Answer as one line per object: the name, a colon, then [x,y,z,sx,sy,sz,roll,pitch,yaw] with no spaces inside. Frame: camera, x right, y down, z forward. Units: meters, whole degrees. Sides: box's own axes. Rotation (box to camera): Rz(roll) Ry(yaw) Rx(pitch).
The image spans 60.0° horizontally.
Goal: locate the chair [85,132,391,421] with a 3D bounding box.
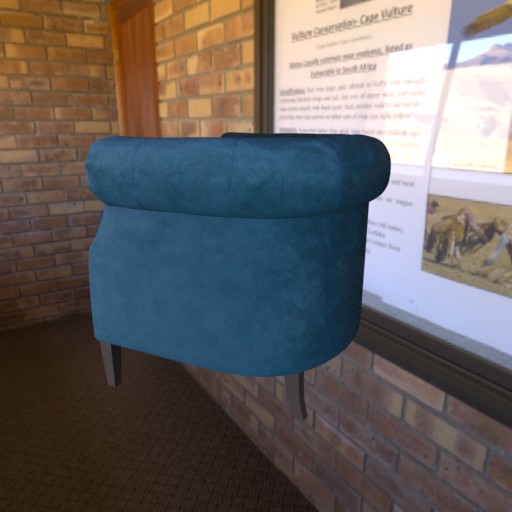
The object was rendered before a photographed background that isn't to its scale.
chair: [0.000,0.000,1.549,0.851,0.826,0.904,8,18,24]
